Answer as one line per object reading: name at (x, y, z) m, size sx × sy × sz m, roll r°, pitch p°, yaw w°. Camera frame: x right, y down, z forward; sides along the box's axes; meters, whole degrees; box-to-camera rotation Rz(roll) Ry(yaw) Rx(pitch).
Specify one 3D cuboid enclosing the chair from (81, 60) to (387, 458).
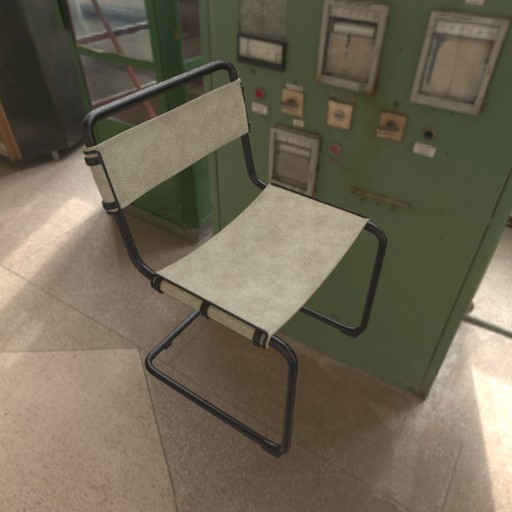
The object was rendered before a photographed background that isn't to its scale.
chair at (0.000, 0.000, 1.082) m, size 0.497 × 0.747 × 0.499 m, roll 23°, pitch 45°, yaw 26°
